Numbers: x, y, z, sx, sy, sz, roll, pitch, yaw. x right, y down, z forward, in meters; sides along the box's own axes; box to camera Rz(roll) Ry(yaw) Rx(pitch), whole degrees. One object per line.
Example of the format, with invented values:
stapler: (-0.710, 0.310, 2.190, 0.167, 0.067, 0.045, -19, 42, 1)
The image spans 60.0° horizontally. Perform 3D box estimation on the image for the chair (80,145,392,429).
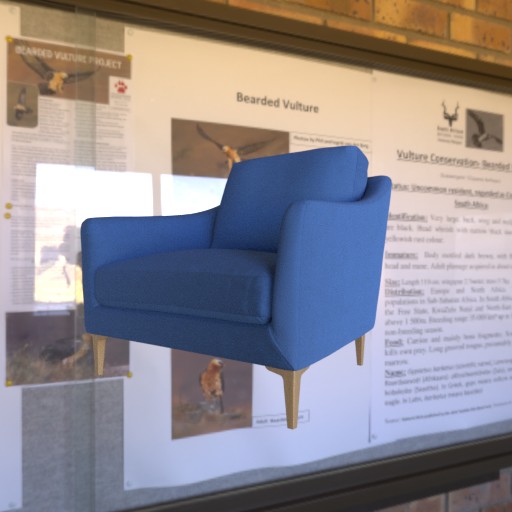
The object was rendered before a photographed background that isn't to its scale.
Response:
chair: (0.000, 0.000, 1.760, 0.987, 0.899, 0.961, 0, 0, 37)
